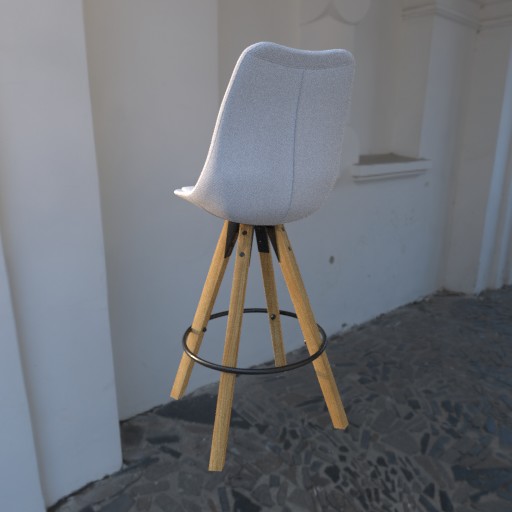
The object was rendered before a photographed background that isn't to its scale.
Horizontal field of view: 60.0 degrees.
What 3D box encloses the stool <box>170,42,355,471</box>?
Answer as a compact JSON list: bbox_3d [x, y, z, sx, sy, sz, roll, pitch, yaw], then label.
[{"bbox_3d":[0.000,0.000,1.378,0.484,1.115,0.550,-7,17,-25],"label":"stool"}]
